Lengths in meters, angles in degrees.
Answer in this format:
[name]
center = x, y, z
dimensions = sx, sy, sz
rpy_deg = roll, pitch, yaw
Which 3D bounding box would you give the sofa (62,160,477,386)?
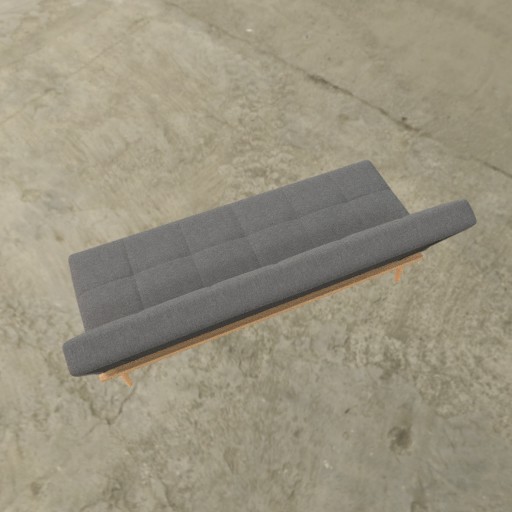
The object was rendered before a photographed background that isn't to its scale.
[sofa]
center = 0.000, 0.000, 2.254
dimensions = 1.820, 0.770, 0.820
rpy_deg = -19, 60, -12
